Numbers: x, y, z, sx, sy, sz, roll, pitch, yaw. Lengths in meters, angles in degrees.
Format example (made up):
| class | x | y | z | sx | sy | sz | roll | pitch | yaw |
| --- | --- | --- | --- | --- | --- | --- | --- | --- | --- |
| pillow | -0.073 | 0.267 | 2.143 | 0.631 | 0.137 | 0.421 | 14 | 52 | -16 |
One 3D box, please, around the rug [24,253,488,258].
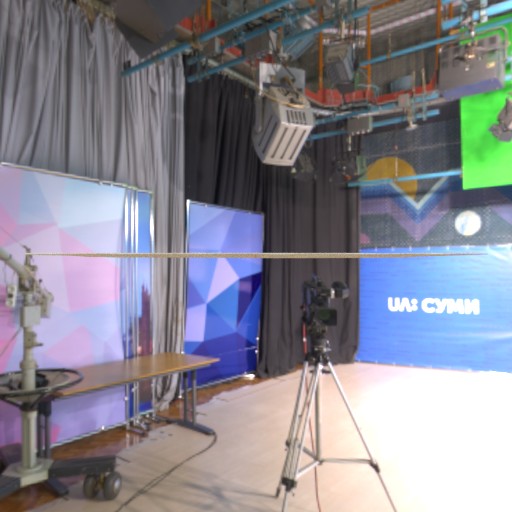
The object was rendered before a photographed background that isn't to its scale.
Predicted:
| class | x | y | z | sx | sy | sz | roll | pitch | yaw |
| --- | --- | --- | --- | --- | --- | --- | --- | --- | --- |
| rug | 0.000 | 0.000 | 3.091 | 2.442 | 0.016 | 1.527 | 0 | -1 | 0 |
